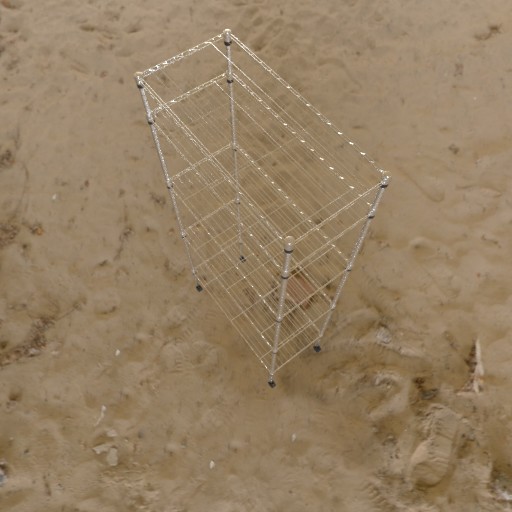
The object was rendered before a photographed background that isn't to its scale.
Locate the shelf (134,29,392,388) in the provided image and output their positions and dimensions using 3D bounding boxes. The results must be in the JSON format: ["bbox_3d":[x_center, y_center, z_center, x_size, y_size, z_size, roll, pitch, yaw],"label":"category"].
[{"bbox_3d":[0.000,0.000,1.932,0.356,1.587,0.762,-34,67,-16],"label":"shelf"}]
